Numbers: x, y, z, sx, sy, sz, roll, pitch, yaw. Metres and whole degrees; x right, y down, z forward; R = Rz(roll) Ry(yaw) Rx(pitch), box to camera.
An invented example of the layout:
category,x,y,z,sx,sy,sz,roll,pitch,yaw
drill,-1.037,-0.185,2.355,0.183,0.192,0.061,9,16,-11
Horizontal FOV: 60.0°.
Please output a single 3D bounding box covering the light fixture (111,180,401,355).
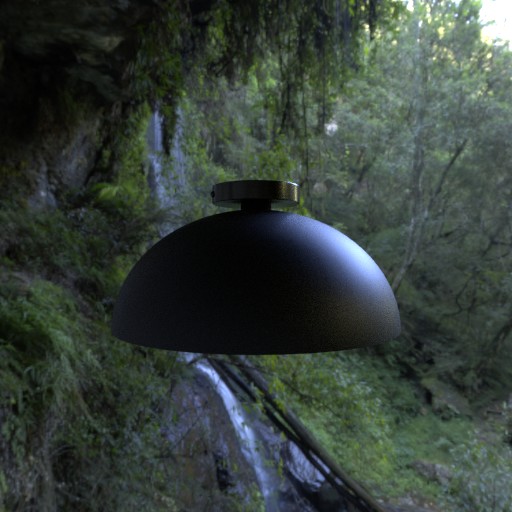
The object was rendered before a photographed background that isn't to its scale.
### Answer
category,x,y,z,sx,sy,sz,roll,pitch,yaw
light fixture,0.000,0.000,0.571,0.355,0.177,0.355,0,0,0
